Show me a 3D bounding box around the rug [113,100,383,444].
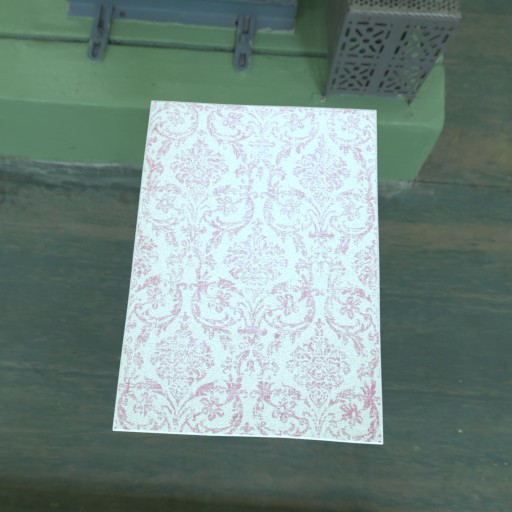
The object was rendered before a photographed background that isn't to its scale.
[{"bbox_3d":[0.000,0.000,2.872,1.598,0.014,2.202,3,76,1],"label":"rug"}]
